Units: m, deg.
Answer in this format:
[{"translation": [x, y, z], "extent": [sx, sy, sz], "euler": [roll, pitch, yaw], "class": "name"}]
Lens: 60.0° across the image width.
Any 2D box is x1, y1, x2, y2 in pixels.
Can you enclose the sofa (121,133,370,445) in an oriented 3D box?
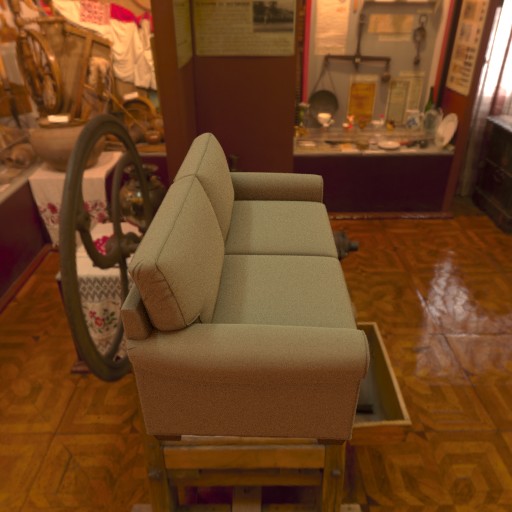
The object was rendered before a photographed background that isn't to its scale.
[{"translation": [0.000, 0.000, 2.475], "extent": [0.940, 0.952, 1.930], "euler": [1, 31, 1], "class": "sofa"}]
